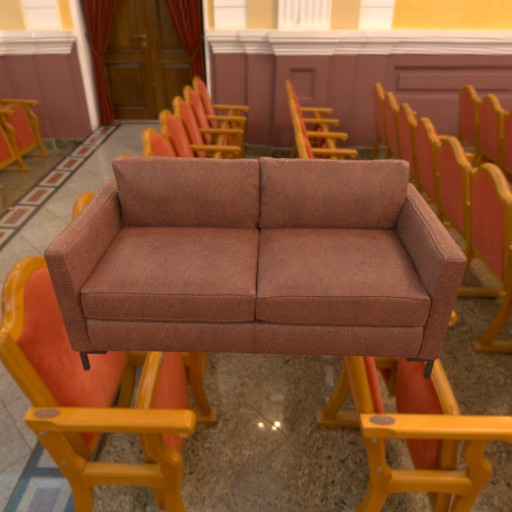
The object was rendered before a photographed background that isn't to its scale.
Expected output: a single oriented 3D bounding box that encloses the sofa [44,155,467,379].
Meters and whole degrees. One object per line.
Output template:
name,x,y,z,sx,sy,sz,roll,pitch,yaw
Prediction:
sofa,0.000,0.000,2.291,1.797,0.883,0.899,1,30,1
